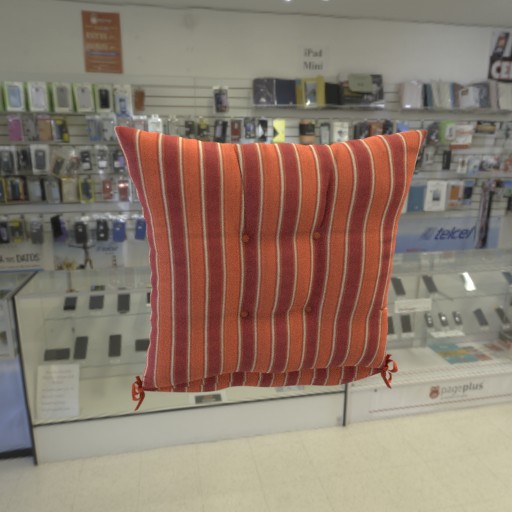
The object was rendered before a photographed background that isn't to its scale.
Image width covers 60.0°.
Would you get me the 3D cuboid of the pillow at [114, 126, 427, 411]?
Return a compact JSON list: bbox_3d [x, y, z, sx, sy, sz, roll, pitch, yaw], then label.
[{"bbox_3d":[0.000,0.000,0.994,0.541,0.536,0.585,-2,14,-9],"label":"pillow"}]
